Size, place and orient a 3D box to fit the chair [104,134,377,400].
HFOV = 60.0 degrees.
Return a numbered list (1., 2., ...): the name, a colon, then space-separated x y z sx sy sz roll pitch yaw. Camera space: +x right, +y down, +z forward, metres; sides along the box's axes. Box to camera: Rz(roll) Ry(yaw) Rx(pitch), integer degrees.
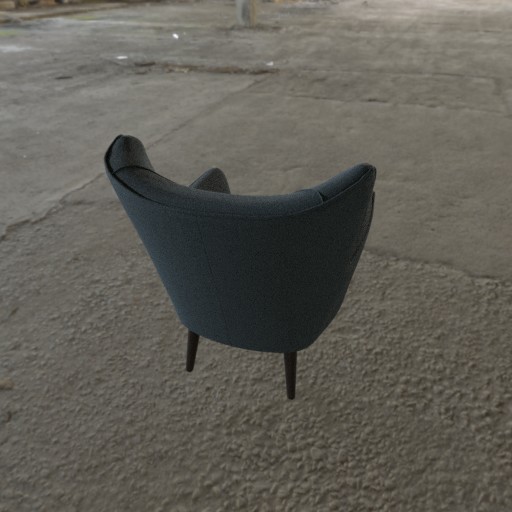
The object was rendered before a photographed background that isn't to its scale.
1. chair: 0.000 0.000 1.638 0.781 0.933 0.888 11 34 16
